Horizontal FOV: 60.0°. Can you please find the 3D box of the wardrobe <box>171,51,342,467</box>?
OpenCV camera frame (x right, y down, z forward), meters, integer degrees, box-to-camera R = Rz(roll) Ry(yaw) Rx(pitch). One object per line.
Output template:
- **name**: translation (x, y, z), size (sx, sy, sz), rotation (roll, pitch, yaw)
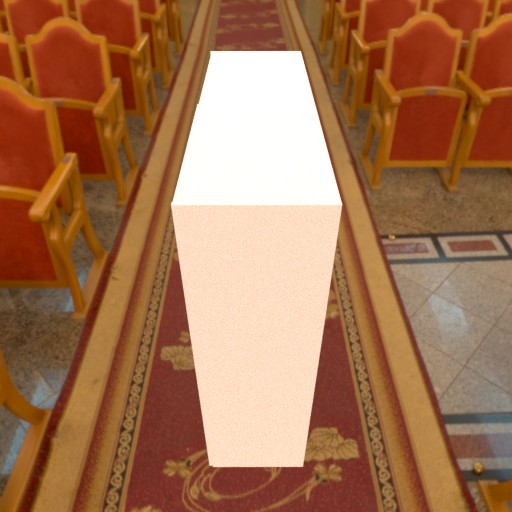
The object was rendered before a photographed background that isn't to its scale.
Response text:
- **wardrobe**: translation (0.000, 0.000, 2.904), size (0.600, 2.020, 1.830), rotation (0, 40, 0)
